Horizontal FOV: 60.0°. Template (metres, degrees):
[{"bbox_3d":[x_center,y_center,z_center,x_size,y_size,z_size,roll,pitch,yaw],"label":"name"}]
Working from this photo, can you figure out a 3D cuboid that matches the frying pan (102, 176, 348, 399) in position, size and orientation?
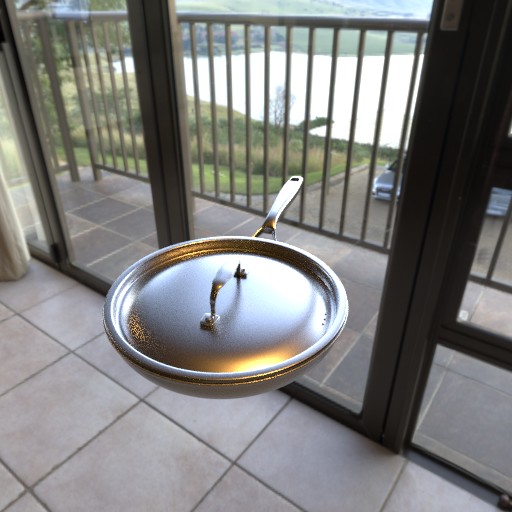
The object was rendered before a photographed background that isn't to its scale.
[{"bbox_3d":[0.000,0.000,0.599,0.272,0.086,0.490,9,32,15],"label":"frying pan"}]
